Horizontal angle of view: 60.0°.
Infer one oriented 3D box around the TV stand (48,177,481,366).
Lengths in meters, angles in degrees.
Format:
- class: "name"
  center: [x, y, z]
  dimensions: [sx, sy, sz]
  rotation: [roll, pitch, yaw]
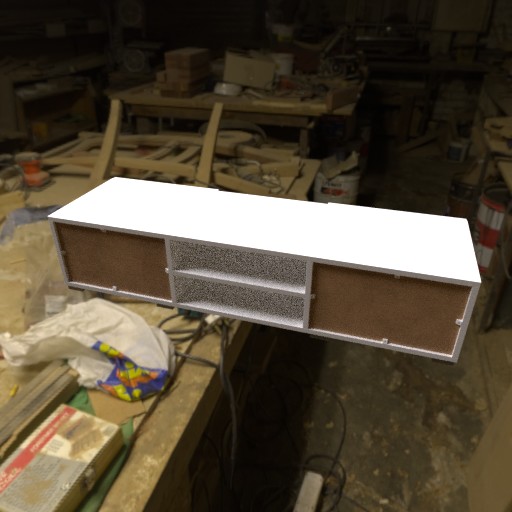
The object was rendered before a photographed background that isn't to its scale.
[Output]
- class: "TV stand"
  center: [0.000, 0.000, 1.622]
  dimensions: [1.400, 0.310, 0.420]
  rotation: [9, 31, 15]
